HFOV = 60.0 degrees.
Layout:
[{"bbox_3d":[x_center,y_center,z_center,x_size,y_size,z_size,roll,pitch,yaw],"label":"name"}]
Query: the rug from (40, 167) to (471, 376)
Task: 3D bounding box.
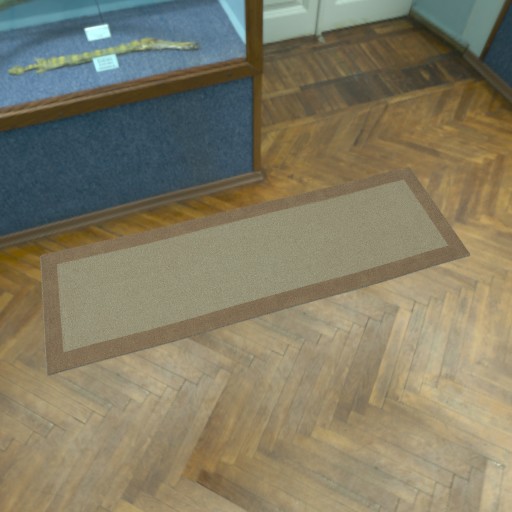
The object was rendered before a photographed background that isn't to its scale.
[{"bbox_3d":[0.000,0.000,2.616,2.430,0.012,0.767,-15,58,-9],"label":"rug"}]
